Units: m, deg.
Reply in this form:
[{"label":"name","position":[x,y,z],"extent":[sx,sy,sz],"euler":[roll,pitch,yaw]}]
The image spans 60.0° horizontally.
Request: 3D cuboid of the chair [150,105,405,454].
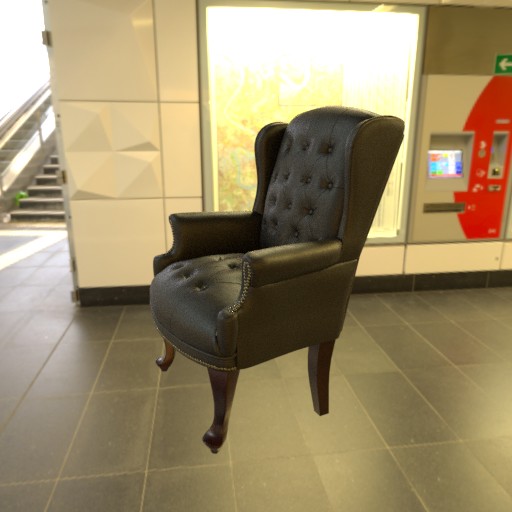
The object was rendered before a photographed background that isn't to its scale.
[{"label":"chair","position":[0.000,0.000,1.737],"extent":[0.822,1.133,0.831],"euler":[-8,17,-26]}]
